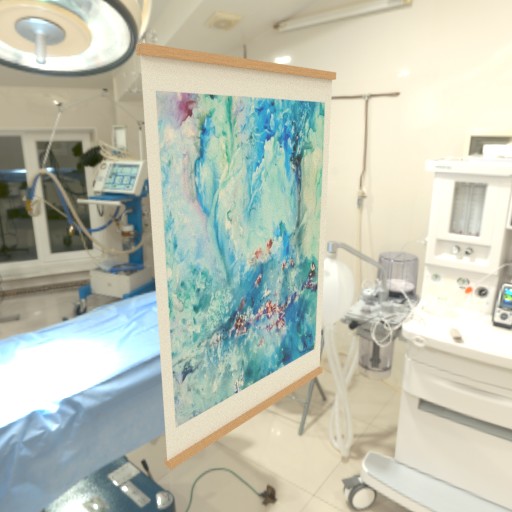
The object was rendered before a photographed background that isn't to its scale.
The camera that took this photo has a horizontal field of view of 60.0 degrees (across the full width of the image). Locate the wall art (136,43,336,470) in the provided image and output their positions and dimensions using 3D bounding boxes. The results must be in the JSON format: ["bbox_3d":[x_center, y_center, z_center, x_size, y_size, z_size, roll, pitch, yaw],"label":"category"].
[{"bbox_3d":[0.000,0.000,0.629,0.013,0.510,0.335,15,22,42],"label":"wall art"}]
